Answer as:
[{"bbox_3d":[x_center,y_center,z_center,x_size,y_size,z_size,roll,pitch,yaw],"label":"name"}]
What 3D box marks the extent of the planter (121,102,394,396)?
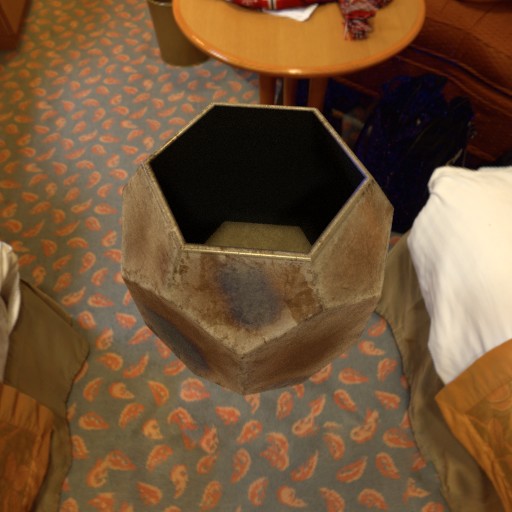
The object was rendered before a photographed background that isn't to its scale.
[{"bbox_3d":[0.000,0.000,0.432,0.243,0.238,0.221,31,62,18],"label":"planter"}]
